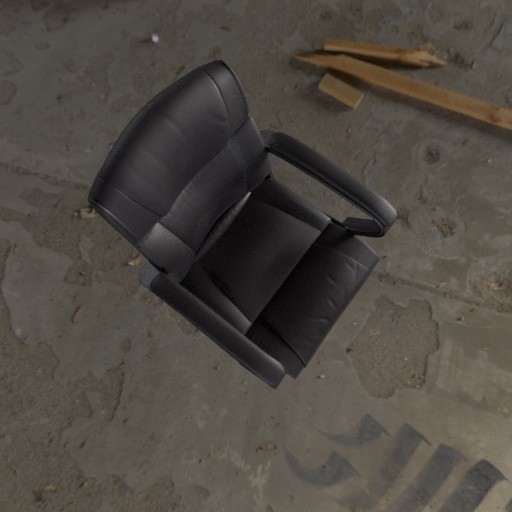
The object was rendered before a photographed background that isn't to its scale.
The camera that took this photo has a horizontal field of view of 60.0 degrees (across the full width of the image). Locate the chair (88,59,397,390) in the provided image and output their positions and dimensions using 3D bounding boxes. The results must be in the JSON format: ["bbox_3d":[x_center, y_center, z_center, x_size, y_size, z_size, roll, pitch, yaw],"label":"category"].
[{"bbox_3d":[0.000,0.000,1.369,0.641,0.998,0.576,36,78,9],"label":"chair"}]
